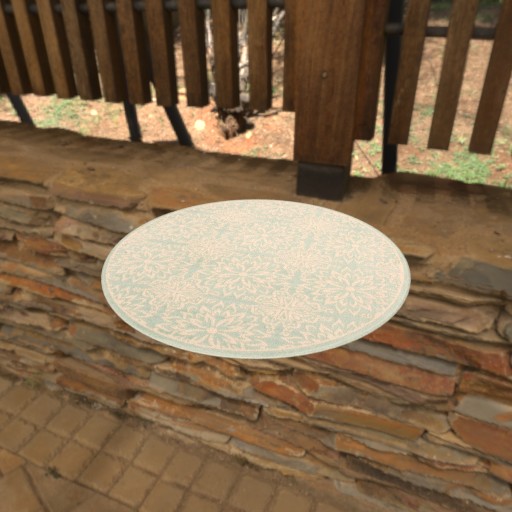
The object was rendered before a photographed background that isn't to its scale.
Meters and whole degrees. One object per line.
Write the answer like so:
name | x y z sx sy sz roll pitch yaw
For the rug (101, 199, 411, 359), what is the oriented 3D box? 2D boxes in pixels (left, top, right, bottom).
rug | 0.000 0.000 2.384 1.593 0.012 1.593 0 29 0
